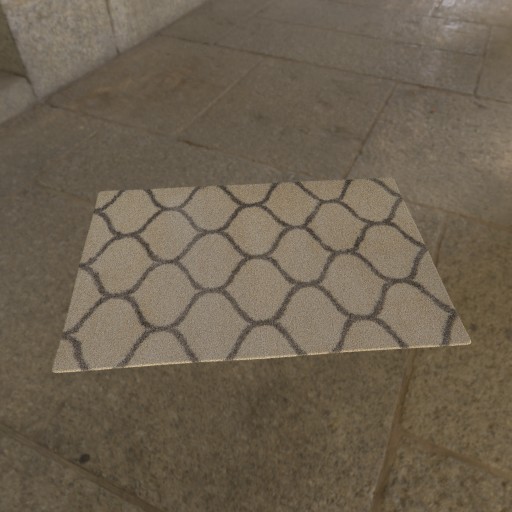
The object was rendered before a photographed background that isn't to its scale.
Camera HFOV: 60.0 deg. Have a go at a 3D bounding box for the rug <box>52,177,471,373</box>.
[{"bbox_3d":[0.000,0.000,3.449,2.701,0.026,1.801,-3,47,-3],"label":"rug"}]
